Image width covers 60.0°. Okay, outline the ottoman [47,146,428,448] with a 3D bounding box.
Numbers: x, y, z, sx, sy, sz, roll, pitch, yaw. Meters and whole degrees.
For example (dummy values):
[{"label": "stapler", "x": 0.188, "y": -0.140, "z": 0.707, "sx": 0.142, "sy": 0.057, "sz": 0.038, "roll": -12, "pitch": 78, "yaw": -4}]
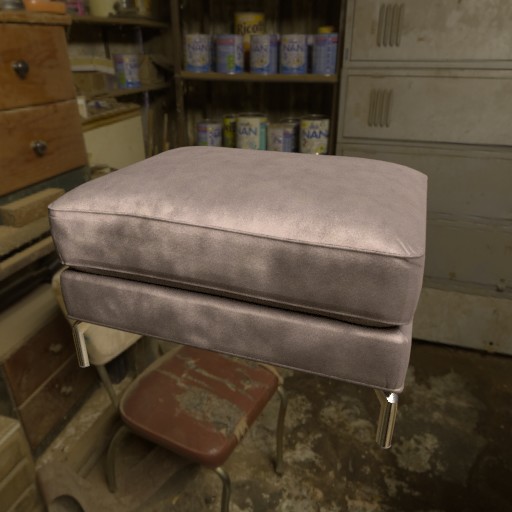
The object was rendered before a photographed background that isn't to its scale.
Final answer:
[{"label": "ottoman", "x": 0.000, "y": 0.000, "z": 1.044, "sx": 0.719, "sy": 0.456, "sz": 0.520, "roll": 9, "pitch": 27, "yaw": 18}]
